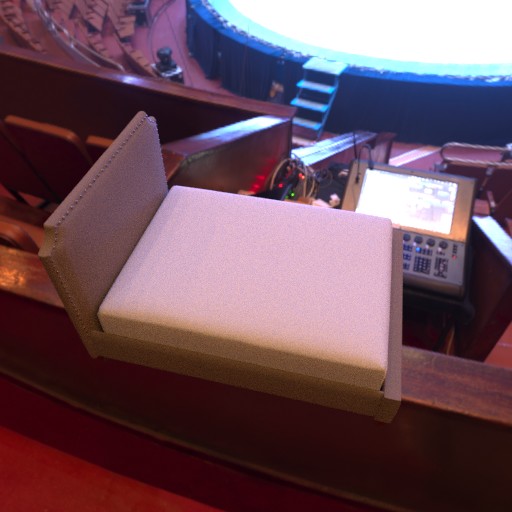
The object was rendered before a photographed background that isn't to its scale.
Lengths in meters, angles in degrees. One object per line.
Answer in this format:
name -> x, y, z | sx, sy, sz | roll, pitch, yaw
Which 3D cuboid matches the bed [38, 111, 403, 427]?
bed -> 0.000, 0.000, 3.480 | 2.372, 1.443, 1.713 | 10, 47, 9
